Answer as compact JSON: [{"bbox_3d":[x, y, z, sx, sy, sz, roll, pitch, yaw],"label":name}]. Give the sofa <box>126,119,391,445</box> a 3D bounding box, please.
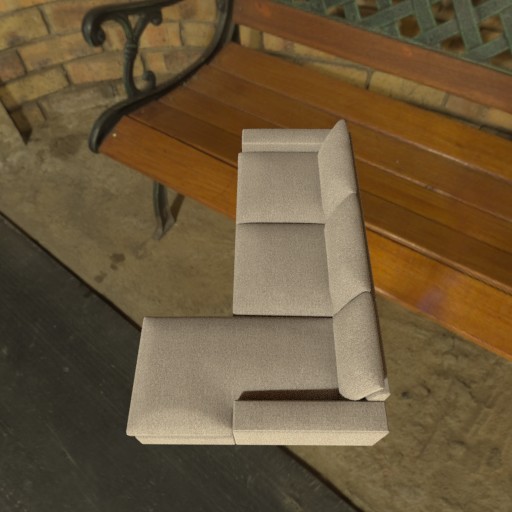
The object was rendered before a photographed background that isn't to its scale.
[{"bbox_3d":[0.000,0.000,3.567,1.689,0.813,2.718,0,58,0],"label":"sofa"}]
